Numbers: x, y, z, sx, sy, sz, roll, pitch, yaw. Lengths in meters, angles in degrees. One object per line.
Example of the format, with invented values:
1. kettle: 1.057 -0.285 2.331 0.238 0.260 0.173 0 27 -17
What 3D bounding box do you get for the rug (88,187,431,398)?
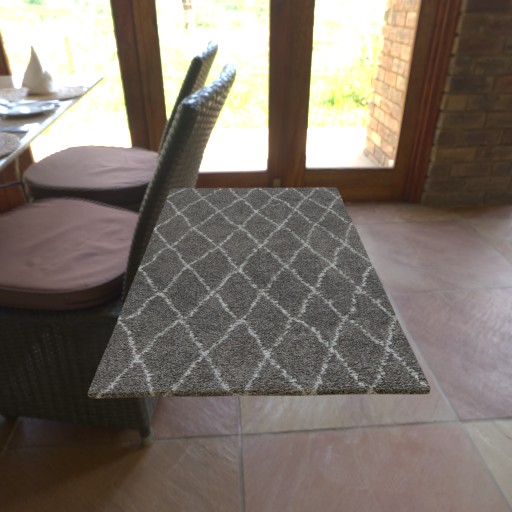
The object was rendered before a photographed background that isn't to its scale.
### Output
1. rug: 0.000 0.000 3.007 1.524 0.030 2.438 0 30 -1
